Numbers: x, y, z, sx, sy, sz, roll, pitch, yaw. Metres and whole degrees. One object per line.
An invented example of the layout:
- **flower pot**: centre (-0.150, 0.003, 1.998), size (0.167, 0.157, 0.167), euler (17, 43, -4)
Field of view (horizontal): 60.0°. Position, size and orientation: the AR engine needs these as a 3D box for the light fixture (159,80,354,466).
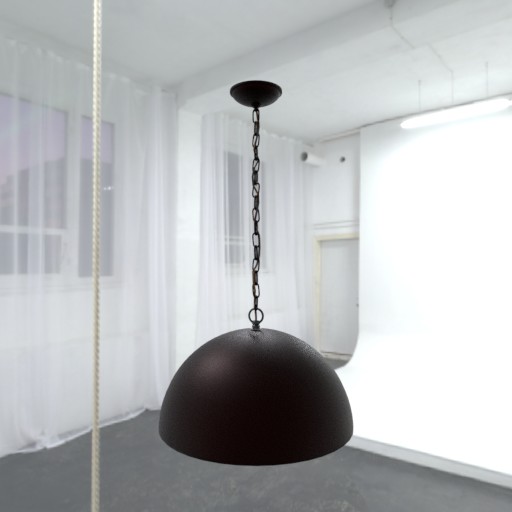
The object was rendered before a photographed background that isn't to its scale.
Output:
- **light fixture**: centre (0.000, 0.000, 1.157), size (0.492, 0.869, 0.492), euler (-1, -2, 18)
